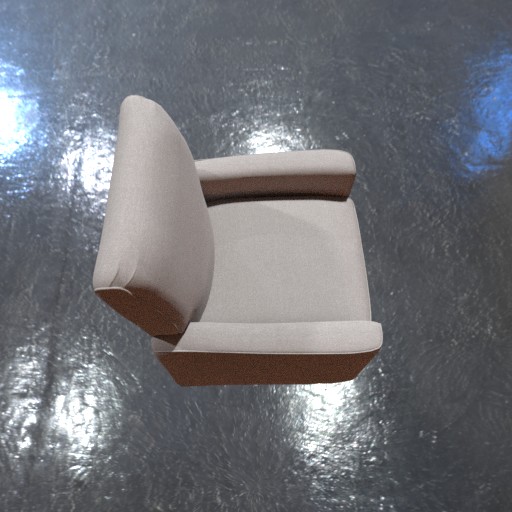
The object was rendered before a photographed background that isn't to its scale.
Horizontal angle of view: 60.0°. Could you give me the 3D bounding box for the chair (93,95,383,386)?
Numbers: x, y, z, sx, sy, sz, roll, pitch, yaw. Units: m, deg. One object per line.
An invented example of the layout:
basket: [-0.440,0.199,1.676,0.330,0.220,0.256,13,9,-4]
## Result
chair: [0.000,0.000,1.681,0.859,1.023,0.845,-1,62,-1]
